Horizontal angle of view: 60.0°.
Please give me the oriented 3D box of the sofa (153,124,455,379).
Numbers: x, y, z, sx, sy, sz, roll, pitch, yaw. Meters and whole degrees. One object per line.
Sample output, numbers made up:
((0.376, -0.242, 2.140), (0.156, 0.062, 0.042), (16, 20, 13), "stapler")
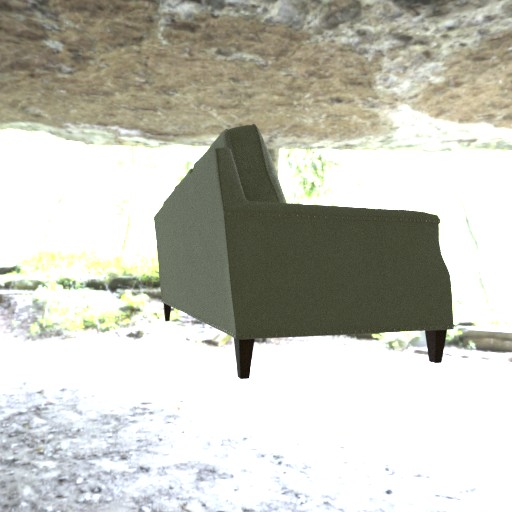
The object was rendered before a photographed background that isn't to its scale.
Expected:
((0.000, 0.000, 2.807), (1.084, 1.003, 2.246), (1, -2, -19), "sofa")
